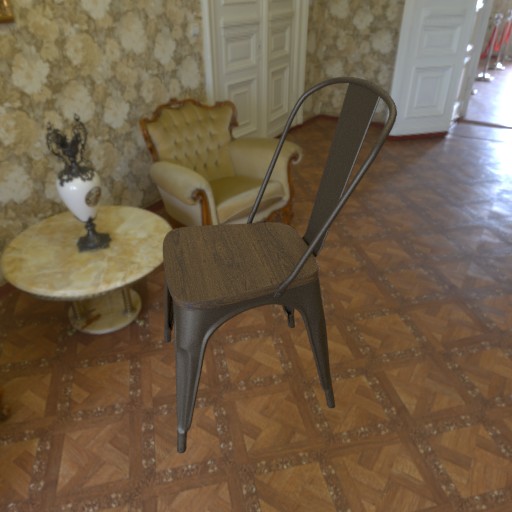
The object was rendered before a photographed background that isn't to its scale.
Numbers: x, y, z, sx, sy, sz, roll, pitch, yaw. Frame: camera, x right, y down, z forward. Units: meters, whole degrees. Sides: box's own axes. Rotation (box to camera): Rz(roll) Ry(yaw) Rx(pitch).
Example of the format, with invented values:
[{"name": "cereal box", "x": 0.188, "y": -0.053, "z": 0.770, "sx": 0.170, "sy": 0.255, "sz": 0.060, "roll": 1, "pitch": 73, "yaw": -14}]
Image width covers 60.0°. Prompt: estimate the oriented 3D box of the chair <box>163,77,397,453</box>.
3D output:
[{"name": "chair", "x": 0.000, "y": 0.000, "z": 1.160, "sx": 0.532, "sy": 0.844, "sz": 0.451, "roll": -8, "pitch": 32, "yaw": -12}]
